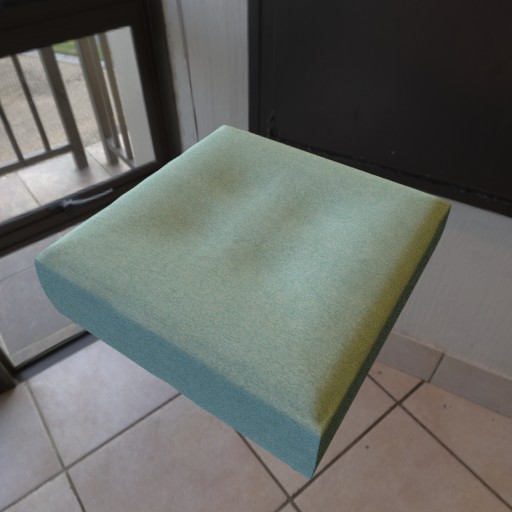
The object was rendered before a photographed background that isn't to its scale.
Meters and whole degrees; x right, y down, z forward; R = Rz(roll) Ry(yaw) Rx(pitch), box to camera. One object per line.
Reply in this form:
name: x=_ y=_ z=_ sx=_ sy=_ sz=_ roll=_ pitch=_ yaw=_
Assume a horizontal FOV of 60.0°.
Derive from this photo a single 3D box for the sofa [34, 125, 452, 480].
sofa: x=0.000 y=0.000 z=1.423 sx=0.930 sy=0.330 sz=0.930 roll=25 pitch=51 yaw=23
